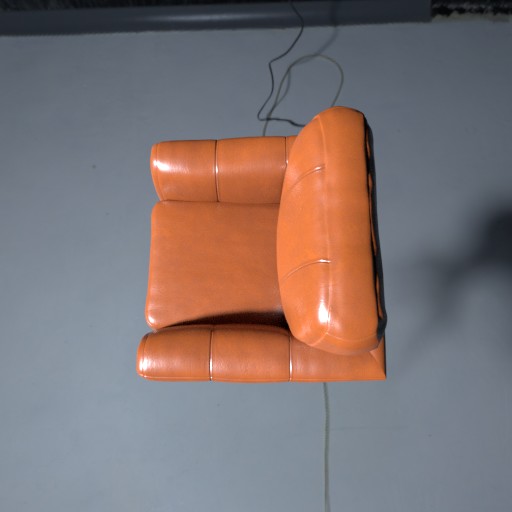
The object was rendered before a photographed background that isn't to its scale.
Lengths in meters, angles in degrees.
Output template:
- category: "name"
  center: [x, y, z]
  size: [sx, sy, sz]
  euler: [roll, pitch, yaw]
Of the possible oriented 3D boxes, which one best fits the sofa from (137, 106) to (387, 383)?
- category: "sofa"
  center: [0.000, 0.000, 1.519]
  size: [0.789, 0.876, 0.836]
  euler: [0, 75, 0]
